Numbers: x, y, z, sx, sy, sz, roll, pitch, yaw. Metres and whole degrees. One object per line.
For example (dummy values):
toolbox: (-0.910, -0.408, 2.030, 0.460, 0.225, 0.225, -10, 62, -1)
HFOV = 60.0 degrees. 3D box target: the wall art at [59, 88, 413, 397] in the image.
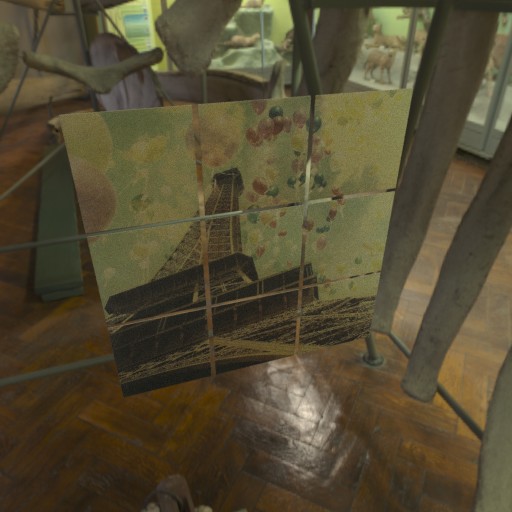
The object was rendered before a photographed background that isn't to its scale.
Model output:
wall art: (0.000, 0.000, 2.216, 1.517, 1.505, 0.002, -10, 33, -16)
